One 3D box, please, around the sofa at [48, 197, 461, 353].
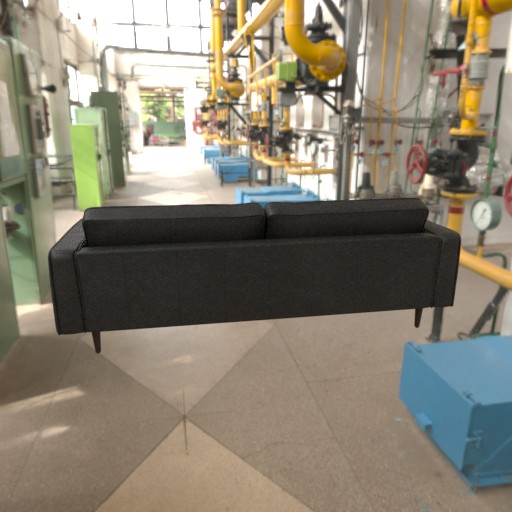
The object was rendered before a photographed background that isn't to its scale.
[{"bbox_3d":[0.000,0.000,2.743,2.210,0.762,0.914,-3,17,-9],"label":"sofa"}]
